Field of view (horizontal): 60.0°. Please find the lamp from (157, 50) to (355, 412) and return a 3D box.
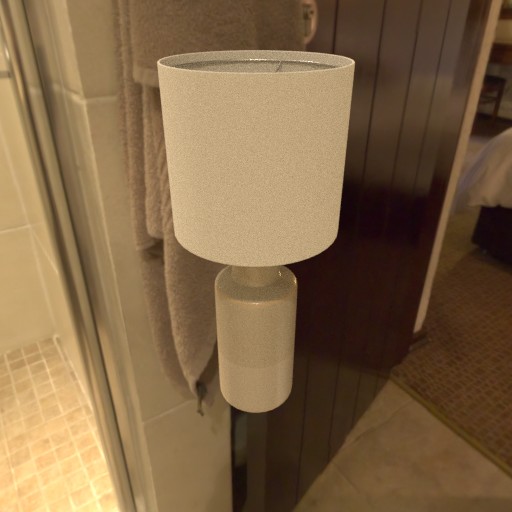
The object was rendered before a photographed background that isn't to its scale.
[{"bbox_3d":[0.000,0.000,0.605,0.212,0.493,0.212,10,31,16],"label":"lamp"}]
